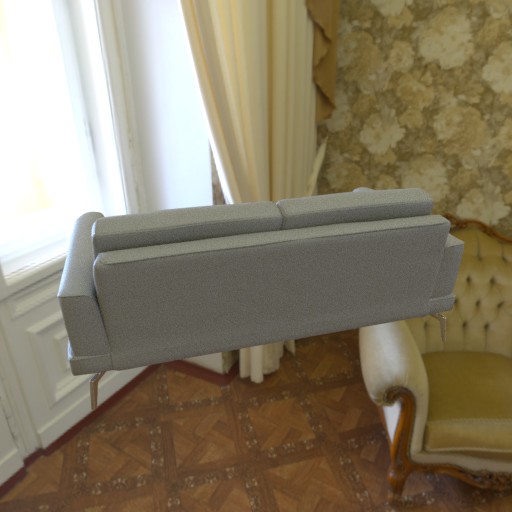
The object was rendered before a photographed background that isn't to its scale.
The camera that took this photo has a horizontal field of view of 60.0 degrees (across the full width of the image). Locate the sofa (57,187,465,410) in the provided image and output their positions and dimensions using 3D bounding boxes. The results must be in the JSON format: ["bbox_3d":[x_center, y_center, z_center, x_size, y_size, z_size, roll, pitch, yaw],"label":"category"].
[{"bbox_3d":[0.000,0.000,2.708,2.177,0.930,1.121,-7,27,-14],"label":"sofa"}]
